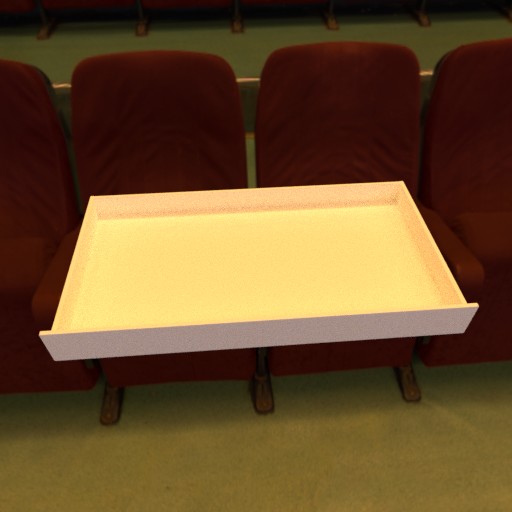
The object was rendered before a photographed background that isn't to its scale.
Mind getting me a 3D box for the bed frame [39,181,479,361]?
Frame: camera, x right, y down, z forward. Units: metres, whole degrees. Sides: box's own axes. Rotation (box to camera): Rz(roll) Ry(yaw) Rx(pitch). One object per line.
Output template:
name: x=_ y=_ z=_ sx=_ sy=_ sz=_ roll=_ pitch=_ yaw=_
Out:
bed frame: x=0.000 y=0.000 z=1.586 sx=1.300 sy=0.141 sz=0.670 roll=-3 pitch=46 yaw=-3
